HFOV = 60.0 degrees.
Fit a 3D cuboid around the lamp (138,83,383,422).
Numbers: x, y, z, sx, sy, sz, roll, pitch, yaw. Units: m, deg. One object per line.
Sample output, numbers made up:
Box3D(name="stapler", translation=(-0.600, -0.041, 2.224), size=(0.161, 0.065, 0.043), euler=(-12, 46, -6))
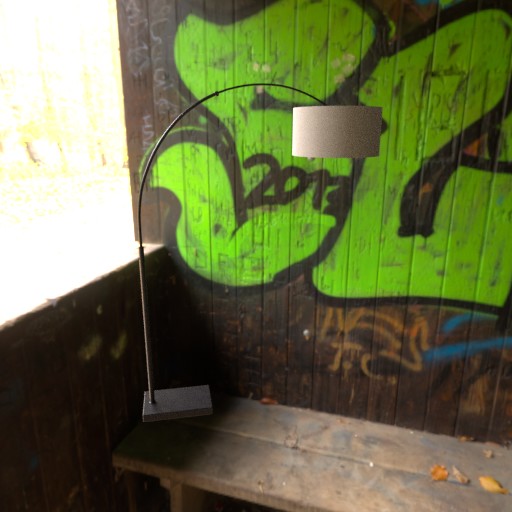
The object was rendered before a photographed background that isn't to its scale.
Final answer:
Box3D(name="lamp", translation=(0.000, 0.000, 2.641), size=(1.424, 1.927, 0.493), euler=(-3, 16, -10))
